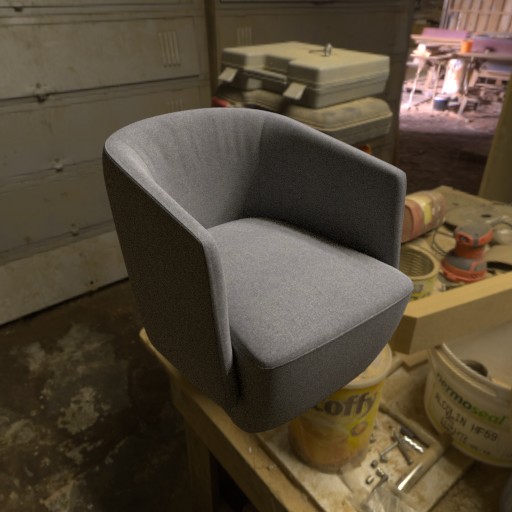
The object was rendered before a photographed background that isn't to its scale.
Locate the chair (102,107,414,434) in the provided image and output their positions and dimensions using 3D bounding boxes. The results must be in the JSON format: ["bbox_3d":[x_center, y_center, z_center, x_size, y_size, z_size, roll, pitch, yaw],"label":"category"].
[{"bbox_3d":[0.000,0.000,1.607,0.822,0.861,0.986,-21,37,-31],"label":"chair"}]
